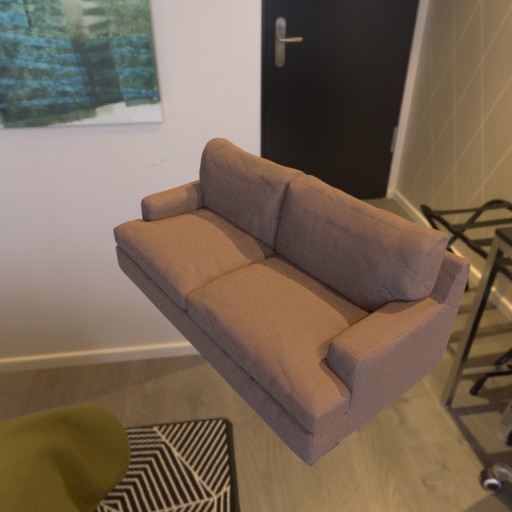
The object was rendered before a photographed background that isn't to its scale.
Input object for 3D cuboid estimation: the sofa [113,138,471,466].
[{"bbox_3d":[0.000,0.000,2.917,1.140,0.950,2.274,-23,38,-32],"label":"sofa"}]
